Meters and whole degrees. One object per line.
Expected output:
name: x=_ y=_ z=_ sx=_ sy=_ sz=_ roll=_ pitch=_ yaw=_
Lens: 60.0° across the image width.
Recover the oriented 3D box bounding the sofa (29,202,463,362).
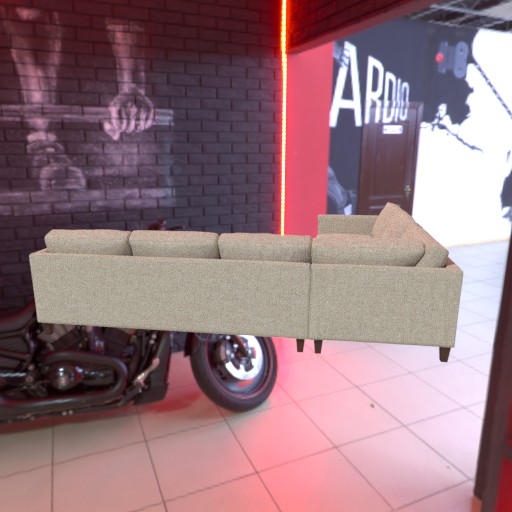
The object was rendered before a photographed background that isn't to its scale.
sofa: x=0.000 y=0.000 z=4.384 sx=3.182 sy=0.863 sz=2.432 roll=2 pitch=14 yaw=8
